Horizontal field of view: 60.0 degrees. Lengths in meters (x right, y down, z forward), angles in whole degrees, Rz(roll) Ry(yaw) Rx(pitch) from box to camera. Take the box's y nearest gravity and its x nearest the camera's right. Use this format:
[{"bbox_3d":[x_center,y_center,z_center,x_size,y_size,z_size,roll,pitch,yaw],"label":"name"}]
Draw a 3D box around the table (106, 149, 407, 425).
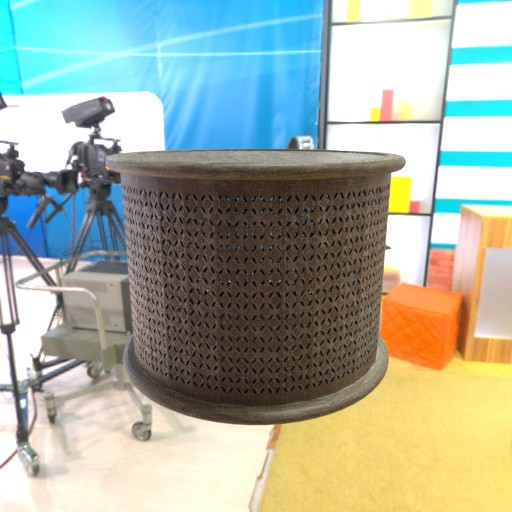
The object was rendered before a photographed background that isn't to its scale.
[{"bbox_3d":[0.000,0.000,0.998,0.607,0.450,0.607,0,15,0],"label":"table"}]
